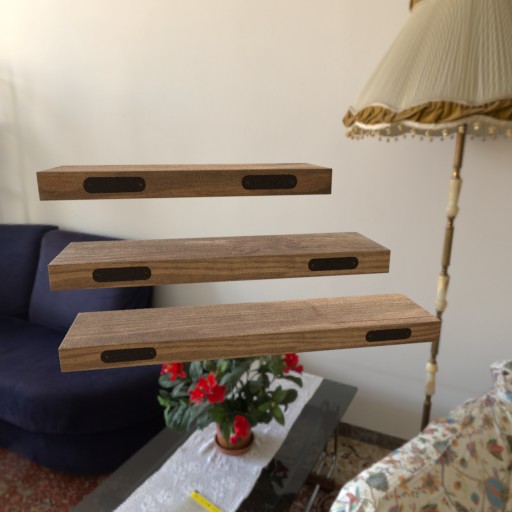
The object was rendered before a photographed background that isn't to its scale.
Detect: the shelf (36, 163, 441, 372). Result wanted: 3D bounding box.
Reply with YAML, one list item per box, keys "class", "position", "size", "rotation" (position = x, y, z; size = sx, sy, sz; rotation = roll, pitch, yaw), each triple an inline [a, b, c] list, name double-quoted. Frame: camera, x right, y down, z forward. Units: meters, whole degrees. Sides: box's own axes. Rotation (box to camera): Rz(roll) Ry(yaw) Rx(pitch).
- class: "shelf"
  position: [0.000, 0.000, 0.735]
  size: [0.610, 0.293, 0.140]
  rotation: [-3, 15, -9]
